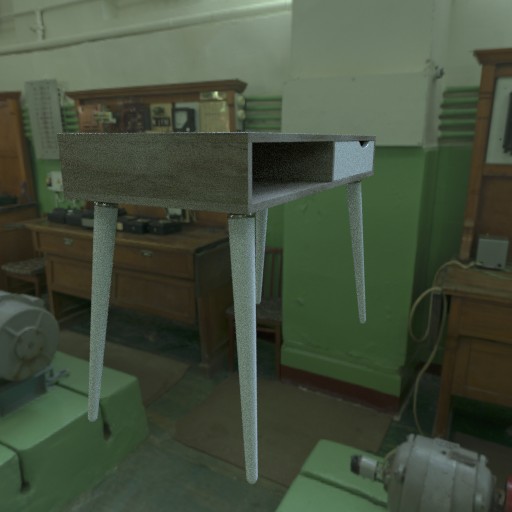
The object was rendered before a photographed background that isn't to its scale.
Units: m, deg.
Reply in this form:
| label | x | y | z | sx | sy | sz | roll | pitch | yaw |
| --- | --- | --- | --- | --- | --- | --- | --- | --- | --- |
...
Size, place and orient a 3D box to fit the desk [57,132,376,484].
| label | x | y | z | sx | sy | sz | roll | pitch | yaw |
| --- | --- | --- | --- | --- | --- | --- | --- | --- | --- |
| desk | 0.000 | 0.000 | 1.371 | 0.491 | 0.723 | 0.979 | 7 | 17 | 26 |
